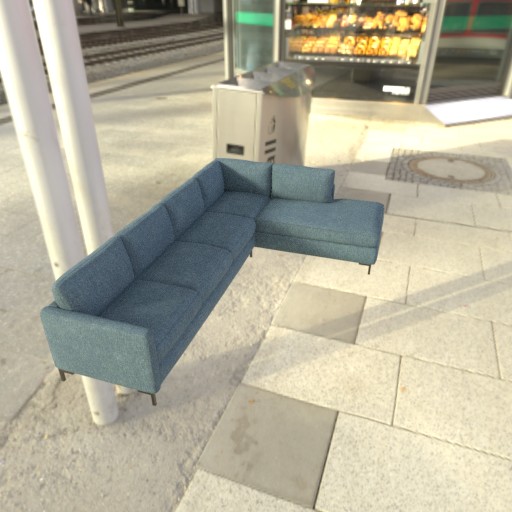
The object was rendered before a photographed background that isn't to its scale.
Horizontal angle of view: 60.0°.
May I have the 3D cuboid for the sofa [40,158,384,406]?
[{"bbox_3d":[0.000,0.000,3.859,2.007,0.815,2.949,9,31,16],"label":"sofa"}]
